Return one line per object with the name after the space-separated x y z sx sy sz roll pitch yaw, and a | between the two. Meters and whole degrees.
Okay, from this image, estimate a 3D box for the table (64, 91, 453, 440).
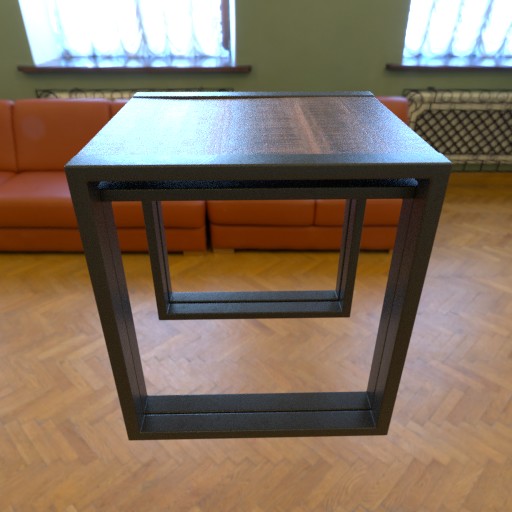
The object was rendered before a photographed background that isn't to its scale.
0.000 0.000 0.901 0.500 0.550 0.449 -1 32 -1 | table
